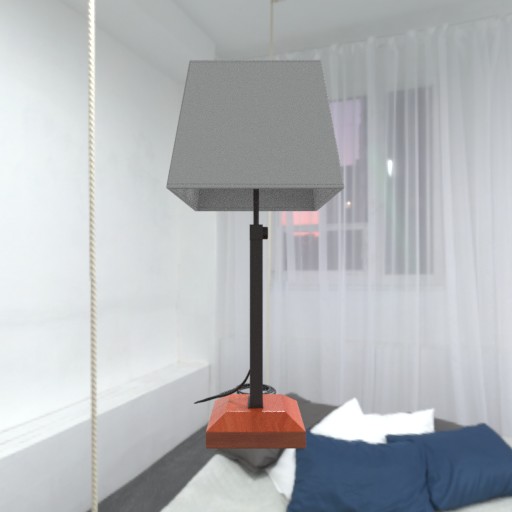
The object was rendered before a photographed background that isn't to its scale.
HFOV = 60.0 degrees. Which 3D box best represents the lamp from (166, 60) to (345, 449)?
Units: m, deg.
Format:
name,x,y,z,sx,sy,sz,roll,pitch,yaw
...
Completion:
name,x,y,z,sx,sy,sz,roll,pitch,yaw
lamp,0.000,0.000,1.010,0.310,0.737,0.498,0,-1,0
